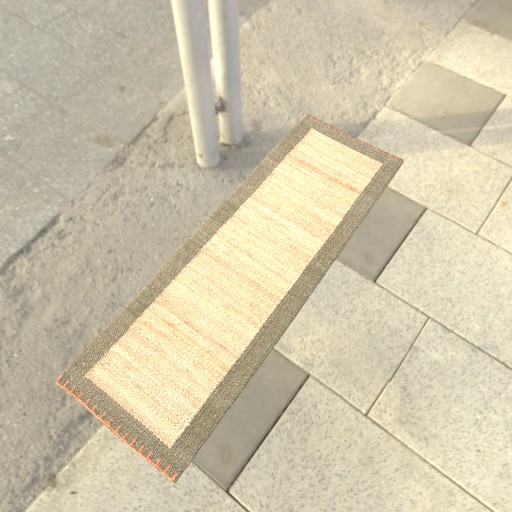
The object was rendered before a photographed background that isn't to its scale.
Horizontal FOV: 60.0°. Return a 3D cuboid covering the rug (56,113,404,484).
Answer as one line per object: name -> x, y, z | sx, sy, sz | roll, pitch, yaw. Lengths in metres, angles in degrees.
rug -> 0.000, 0.000, 2.639 | 0.810, 0.016, 2.413 | 32, 64, 17
